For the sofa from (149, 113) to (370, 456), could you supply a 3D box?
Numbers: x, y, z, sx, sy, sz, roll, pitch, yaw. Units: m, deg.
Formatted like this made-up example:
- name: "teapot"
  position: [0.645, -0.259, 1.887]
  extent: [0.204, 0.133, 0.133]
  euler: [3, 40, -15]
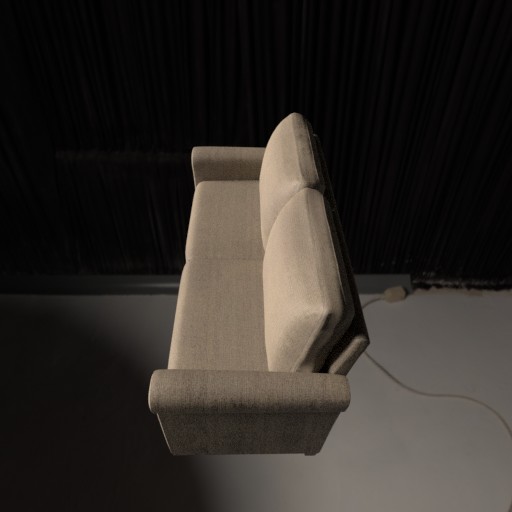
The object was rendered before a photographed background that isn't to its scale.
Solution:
- name: "sofa"
  position: [0.000, 0.000, 2.457]
  extent: [0.842, 0.942, 1.935]
  euler: [-1, 42, -1]
